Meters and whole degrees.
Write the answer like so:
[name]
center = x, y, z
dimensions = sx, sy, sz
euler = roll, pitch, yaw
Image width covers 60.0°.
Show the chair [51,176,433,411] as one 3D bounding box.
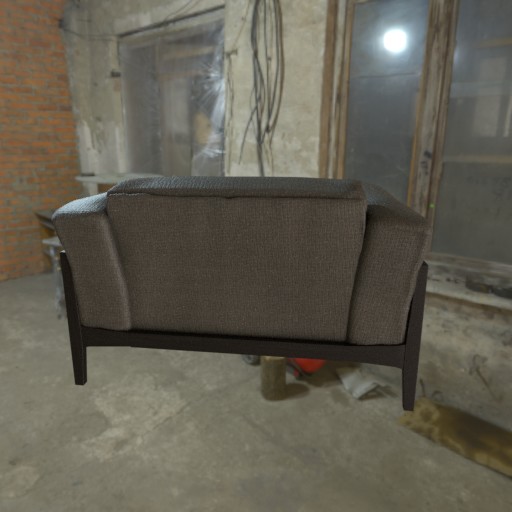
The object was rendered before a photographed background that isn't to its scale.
[chair]
center = 0.000, 0.000, 1.677
dimensions = 1.056, 0.646, 0.969
euler = 2, 15, 8
